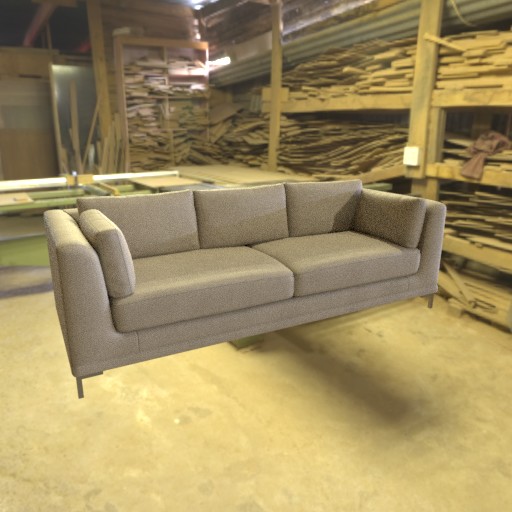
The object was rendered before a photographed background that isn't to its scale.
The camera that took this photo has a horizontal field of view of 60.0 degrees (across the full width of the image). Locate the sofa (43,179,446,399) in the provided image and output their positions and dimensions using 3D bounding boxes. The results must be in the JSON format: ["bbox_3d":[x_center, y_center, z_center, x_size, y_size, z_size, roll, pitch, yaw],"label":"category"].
[{"bbox_3d":[0.000,0.000,2.907,2.415,0.867,0.969,-8,18,-27],"label":"sofa"}]
